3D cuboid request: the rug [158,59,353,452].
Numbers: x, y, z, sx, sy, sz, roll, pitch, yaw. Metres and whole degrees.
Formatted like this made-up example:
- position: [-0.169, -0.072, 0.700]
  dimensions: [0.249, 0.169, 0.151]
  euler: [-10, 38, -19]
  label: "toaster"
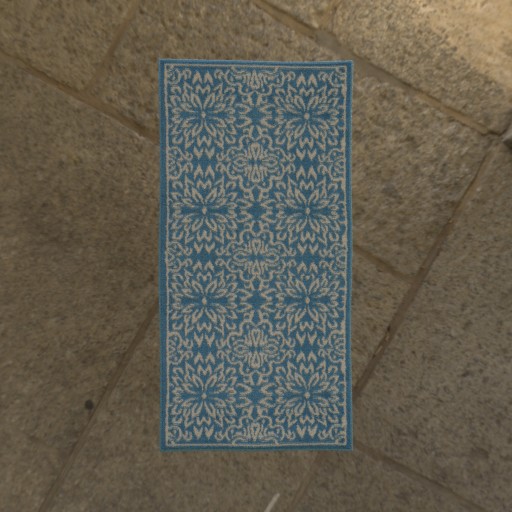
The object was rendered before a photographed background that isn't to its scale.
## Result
- position: [0.000, 0.000, 1.377]
  dimensions: [0.604, 0.007, 1.219]
  euler: [0, 90, -1]
  label: "rug"
